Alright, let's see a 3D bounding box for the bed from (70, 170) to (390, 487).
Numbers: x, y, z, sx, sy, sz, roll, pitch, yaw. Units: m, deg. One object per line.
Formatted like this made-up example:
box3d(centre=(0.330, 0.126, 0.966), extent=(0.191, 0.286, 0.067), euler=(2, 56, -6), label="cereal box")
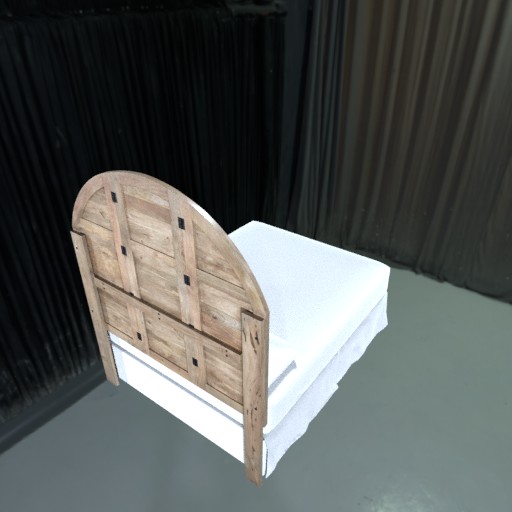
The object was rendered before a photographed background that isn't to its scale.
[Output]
box3d(centre=(0.000, 0.000, 3.563), extent=(1.713, 2.002, 2.112), euler=(21, 37, 30), label="bed")
